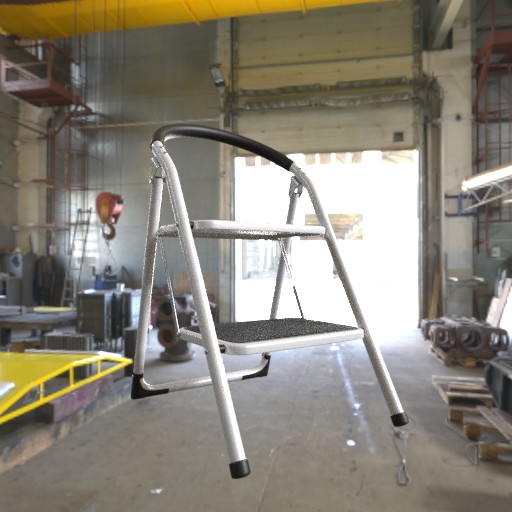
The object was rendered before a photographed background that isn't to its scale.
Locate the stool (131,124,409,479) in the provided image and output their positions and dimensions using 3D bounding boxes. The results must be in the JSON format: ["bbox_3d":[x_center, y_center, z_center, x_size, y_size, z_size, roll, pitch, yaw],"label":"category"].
[{"bbox_3d":[0.000,0.000,1.083,0.453,0.760,0.559,0,-1,-34],"label":"stool"}]
